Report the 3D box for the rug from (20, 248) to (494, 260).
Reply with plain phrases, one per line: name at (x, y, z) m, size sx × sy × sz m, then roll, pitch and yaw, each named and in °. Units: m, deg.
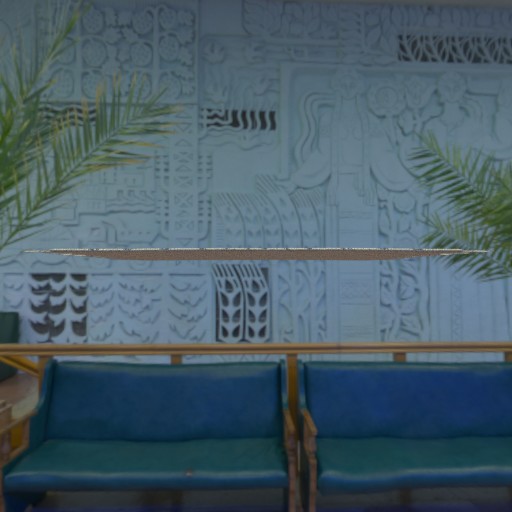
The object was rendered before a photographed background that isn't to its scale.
rug at (0.000, 0.000, 4.181) m, size 3.213 × 0.030 × 2.388 m, roll 0°, pitch -2°, yaw 0°
